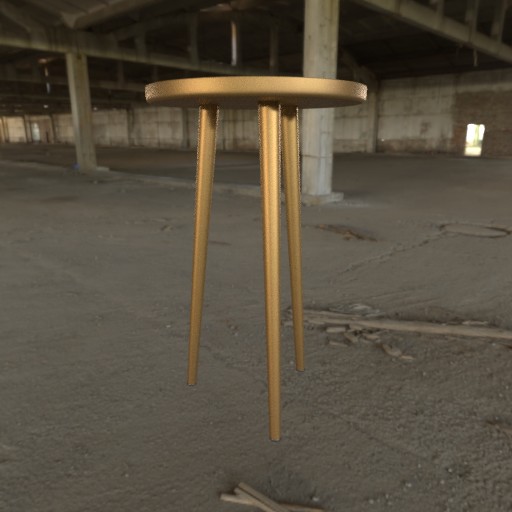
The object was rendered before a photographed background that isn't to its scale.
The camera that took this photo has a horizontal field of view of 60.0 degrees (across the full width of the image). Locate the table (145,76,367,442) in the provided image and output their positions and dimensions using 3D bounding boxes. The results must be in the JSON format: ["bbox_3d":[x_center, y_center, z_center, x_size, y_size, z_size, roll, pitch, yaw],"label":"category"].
[{"bbox_3d":[0.000,0.000,0.678,0.299,0.480,0.299,14,21,41],"label":"table"}]
